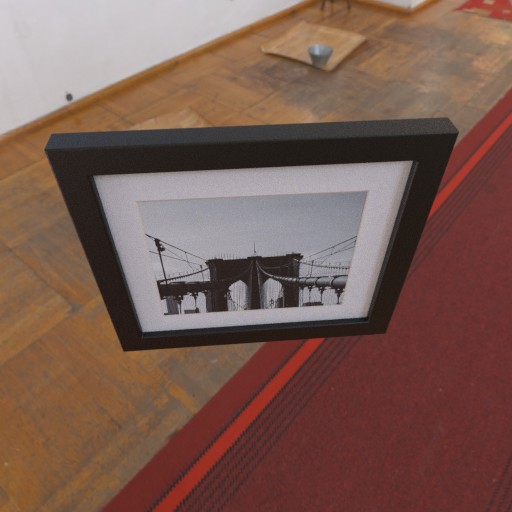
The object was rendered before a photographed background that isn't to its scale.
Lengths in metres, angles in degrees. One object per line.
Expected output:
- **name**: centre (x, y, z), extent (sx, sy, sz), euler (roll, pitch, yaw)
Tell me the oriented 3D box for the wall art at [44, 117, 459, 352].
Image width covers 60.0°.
- **wall art**: centre (0.000, 0.000, 0.532), extent (0.380, 0.330, 0.028), euler (-3, 46, -3)
